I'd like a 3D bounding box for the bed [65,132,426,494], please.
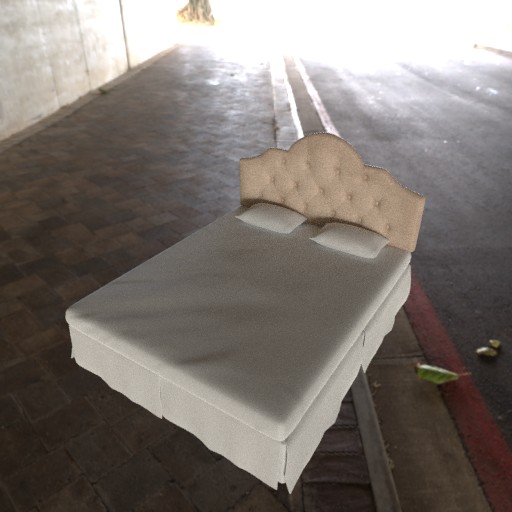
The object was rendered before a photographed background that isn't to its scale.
[{"bbox_3d":[0.000,0.000,2.911,1.667,1.194,1.970,19,35,28],"label":"bed"}]
